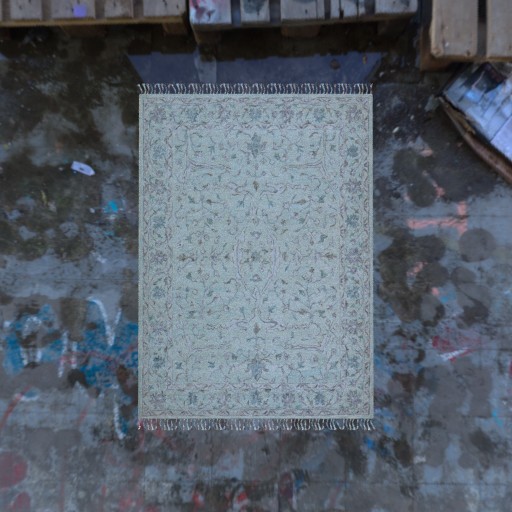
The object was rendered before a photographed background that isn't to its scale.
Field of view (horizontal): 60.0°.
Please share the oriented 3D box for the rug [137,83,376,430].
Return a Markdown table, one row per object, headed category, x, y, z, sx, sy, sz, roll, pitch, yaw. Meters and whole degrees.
| category | x | y | z | sx | sy | sz | roll | pitch | yaw |
| --- | --- | --- | --- | --- | --- | --- | --- | --- | --- |
| rug | 0.000 | 0.000 | 2.306 | 1.247 | 0.008 | 1.802 | 0 | 89 | 0 |
